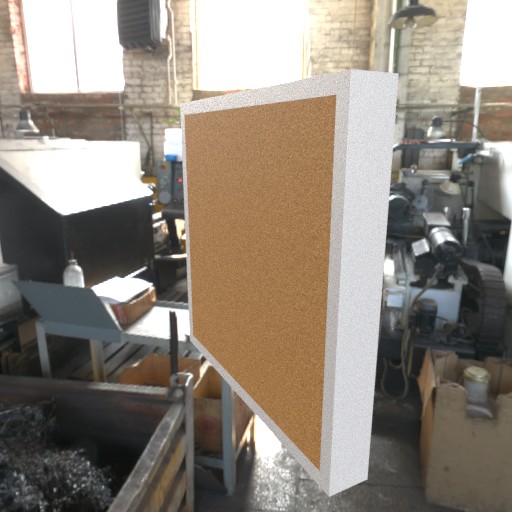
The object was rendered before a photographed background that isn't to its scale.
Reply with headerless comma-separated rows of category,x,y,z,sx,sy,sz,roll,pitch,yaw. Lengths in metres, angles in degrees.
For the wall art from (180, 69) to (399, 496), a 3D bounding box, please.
wall art,0.000,0.000,0.435,0.038,0.302,0.305,-8,17,-27
